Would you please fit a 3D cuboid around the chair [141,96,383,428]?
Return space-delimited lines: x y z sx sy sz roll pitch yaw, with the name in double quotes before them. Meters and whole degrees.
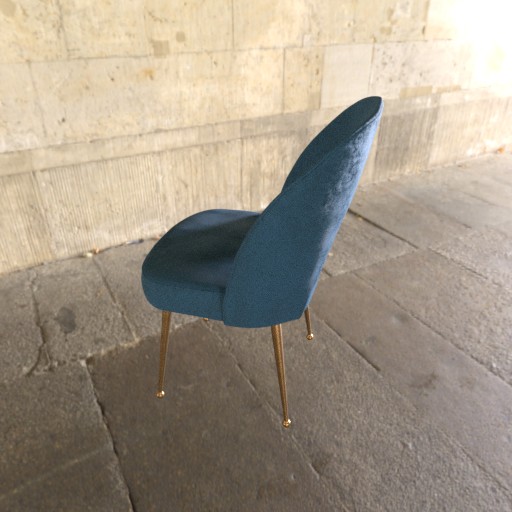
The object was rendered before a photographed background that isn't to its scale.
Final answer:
"chair" 0.000 0.000 1.245 0.577 0.860 0.527 8 31 14
